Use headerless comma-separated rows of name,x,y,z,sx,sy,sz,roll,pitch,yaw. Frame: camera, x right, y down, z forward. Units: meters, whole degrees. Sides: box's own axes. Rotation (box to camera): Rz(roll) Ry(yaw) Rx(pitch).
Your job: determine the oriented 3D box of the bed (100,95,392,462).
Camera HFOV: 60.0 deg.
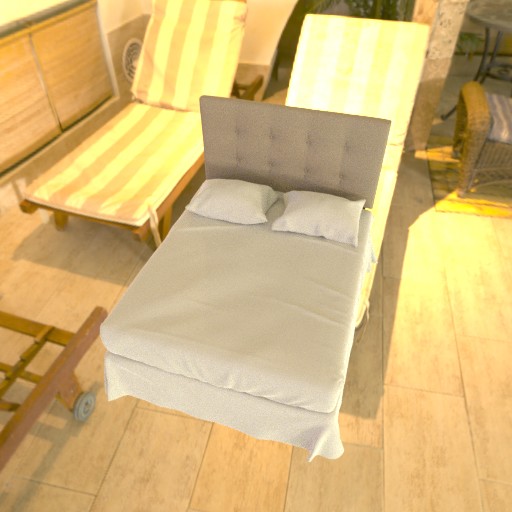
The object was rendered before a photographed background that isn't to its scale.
bed,0.000,0.000,3.476,1.936,1.577,2.222,12,44,13
